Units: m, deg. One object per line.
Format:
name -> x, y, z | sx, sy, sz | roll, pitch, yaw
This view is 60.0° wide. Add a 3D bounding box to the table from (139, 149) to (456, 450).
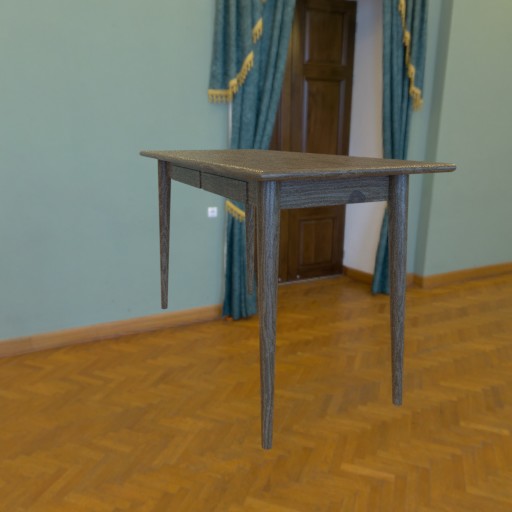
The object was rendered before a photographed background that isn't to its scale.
table -> 0.000, 0.000, 1.761 | 0.599, 0.780, 1.300 | -7, 17, -25
